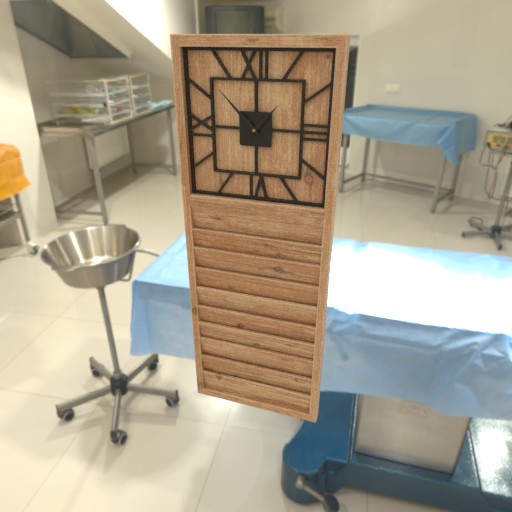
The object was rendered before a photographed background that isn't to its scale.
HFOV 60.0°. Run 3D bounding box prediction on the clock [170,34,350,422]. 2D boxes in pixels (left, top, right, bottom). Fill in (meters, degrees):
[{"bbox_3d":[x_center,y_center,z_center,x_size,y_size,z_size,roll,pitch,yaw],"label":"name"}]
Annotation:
[{"bbox_3d":[0.000,0.000,1.078,0.361,0.965,0.030,9,28,17],"label":"clock"}]
